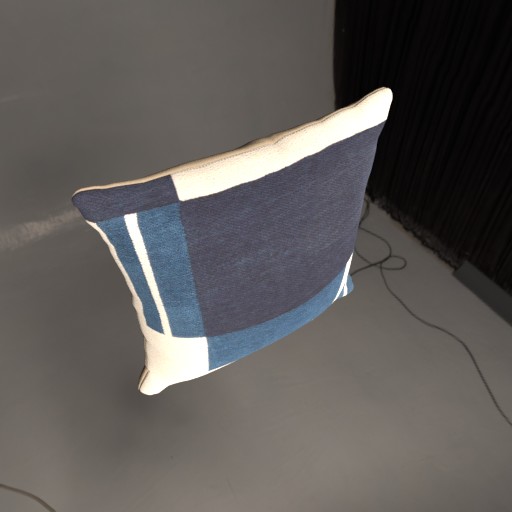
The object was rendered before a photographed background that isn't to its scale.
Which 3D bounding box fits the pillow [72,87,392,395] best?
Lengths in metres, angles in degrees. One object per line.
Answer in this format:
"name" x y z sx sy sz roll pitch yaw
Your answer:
"pillow" 0.000 0.000 0.795 0.536 0.506 0.229 -23 51 -21
